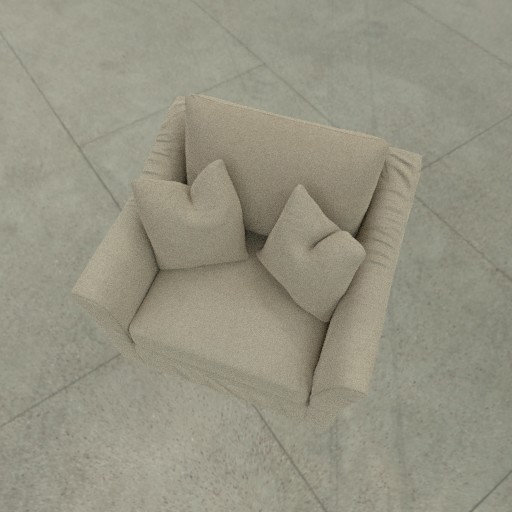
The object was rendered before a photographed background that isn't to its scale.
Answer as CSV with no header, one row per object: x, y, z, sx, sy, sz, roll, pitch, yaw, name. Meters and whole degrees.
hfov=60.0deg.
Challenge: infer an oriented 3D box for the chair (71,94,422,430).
0.000,0.000,2.048,1.194,1.093,1.071,17,60,10,chair
